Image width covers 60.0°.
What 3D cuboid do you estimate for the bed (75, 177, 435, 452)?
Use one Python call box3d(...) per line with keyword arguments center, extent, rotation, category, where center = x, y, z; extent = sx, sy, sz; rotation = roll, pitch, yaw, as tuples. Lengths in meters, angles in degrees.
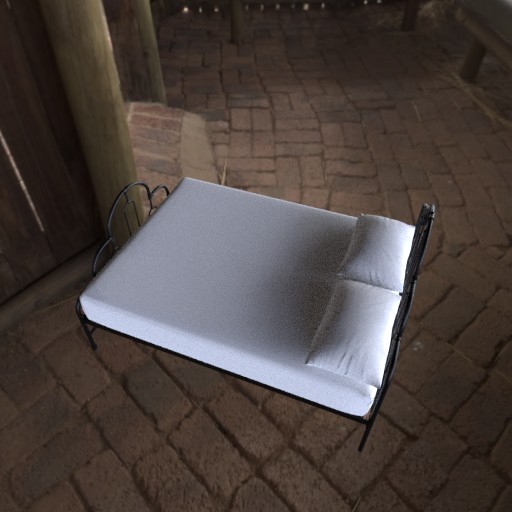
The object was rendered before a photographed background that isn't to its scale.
box3d(center=(0.000, 0.000, 3.293), extent=(2.181, 1.444, 1.626), rotation=(16, 47, 15), category="bed")
